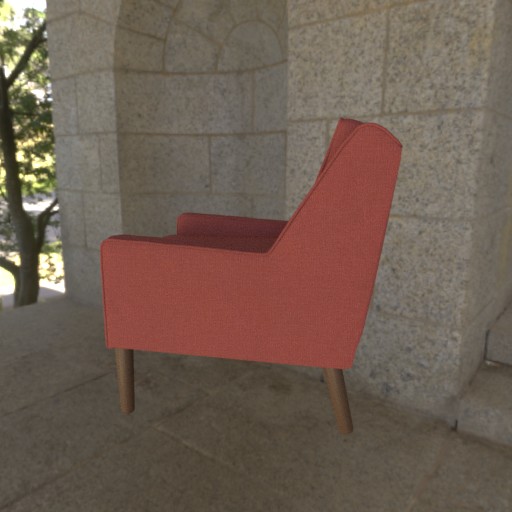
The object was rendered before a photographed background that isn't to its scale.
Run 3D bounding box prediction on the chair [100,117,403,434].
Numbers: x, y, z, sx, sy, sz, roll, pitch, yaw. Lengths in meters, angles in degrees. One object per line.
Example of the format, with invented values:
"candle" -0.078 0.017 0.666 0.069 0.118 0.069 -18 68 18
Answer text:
"chair" 0.000 0.000 1.424 0.770 0.812 0.680 2 12 9
